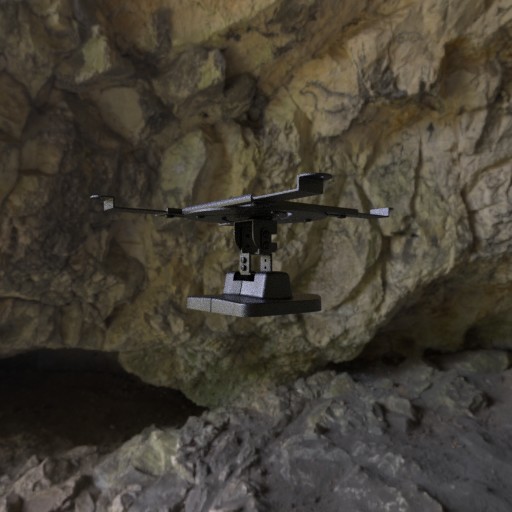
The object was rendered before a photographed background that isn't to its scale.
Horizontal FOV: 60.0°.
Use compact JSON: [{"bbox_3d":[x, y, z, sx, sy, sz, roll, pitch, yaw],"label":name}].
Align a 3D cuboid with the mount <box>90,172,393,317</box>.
[{"bbox_3d":[0.000,0.000,0.596,0.394,0.141,0.394,1,-1,-37],"label":"mount"}]
